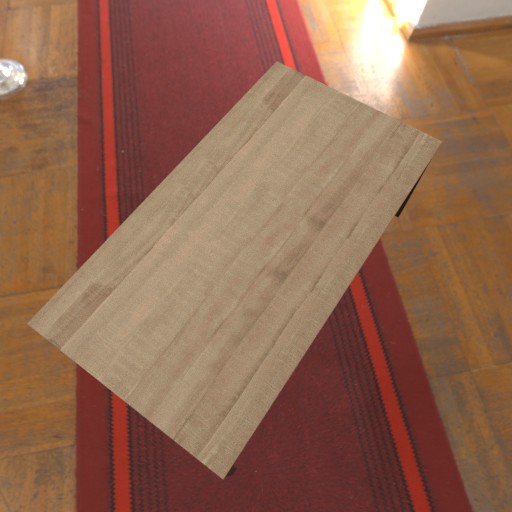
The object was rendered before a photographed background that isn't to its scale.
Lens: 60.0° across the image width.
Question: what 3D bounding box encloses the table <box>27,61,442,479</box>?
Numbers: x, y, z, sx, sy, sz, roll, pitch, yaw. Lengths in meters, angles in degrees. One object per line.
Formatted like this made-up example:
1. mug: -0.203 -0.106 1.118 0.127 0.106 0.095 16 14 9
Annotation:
1. table: 0.000 0.000 1.337 0.574 0.393 1.062 32 68 14
